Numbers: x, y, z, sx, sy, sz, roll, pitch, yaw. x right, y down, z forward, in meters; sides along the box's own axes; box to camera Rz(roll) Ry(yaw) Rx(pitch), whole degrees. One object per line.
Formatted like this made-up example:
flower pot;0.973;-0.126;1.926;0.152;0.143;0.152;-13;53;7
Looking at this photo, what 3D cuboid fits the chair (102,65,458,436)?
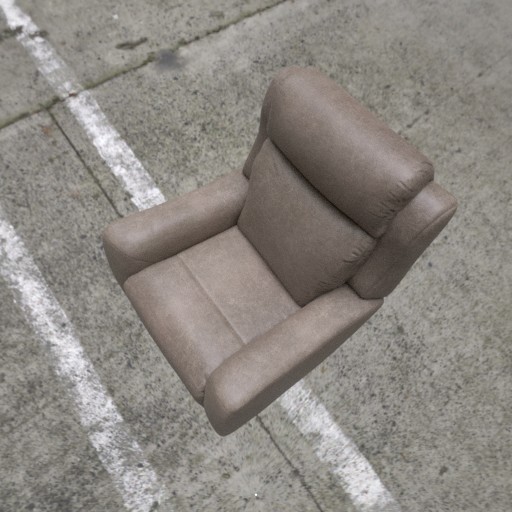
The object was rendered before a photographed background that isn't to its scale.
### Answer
chair;0.000;0.000;1.869;1.068;1.116;0.967;-33;67;-16
